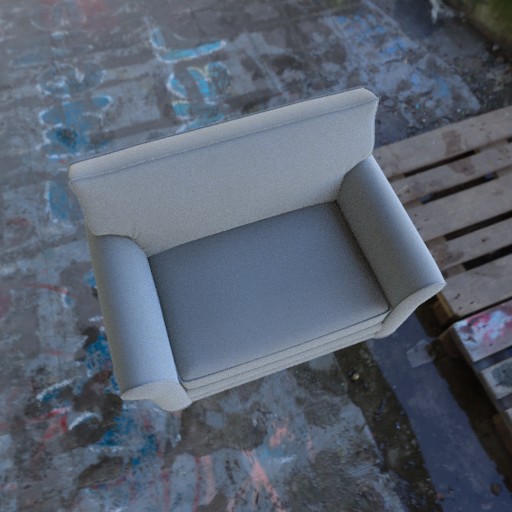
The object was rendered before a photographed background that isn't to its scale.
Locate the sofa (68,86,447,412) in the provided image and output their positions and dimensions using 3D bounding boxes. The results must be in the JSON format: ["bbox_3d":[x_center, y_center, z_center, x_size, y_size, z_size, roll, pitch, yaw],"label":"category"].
[{"bbox_3d":[0.000,0.000,2.056,1.405,1.006,0.937,-17,65,-8],"label":"sofa"}]
